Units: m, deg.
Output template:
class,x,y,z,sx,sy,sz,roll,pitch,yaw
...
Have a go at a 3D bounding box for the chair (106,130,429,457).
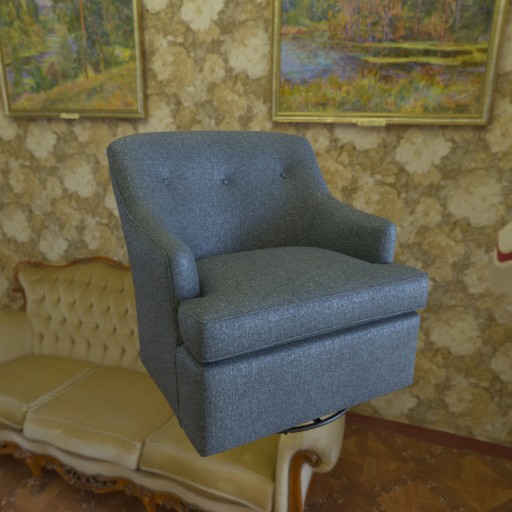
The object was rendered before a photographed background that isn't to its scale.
class,x,y,z,sx,sy,sz,roll,pitch,yaw
chair,0.000,0.000,1.581,0.864,0.856,0.923,-8,18,-26
